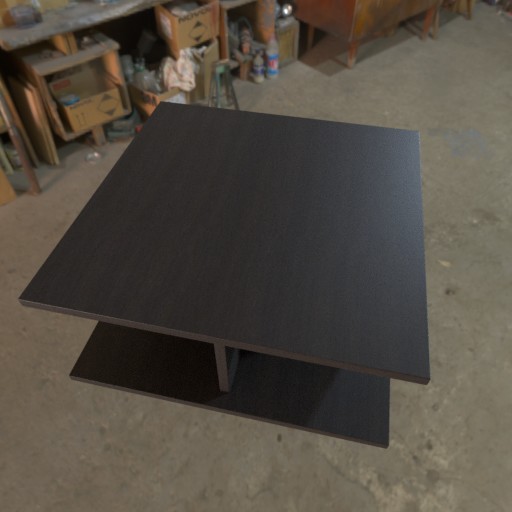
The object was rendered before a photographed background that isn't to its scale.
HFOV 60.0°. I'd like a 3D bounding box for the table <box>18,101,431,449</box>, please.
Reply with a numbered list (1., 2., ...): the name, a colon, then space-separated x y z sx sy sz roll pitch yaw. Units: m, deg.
1. table: 0.000 0.000 1.184 0.762 0.396 0.762 9 49 8
